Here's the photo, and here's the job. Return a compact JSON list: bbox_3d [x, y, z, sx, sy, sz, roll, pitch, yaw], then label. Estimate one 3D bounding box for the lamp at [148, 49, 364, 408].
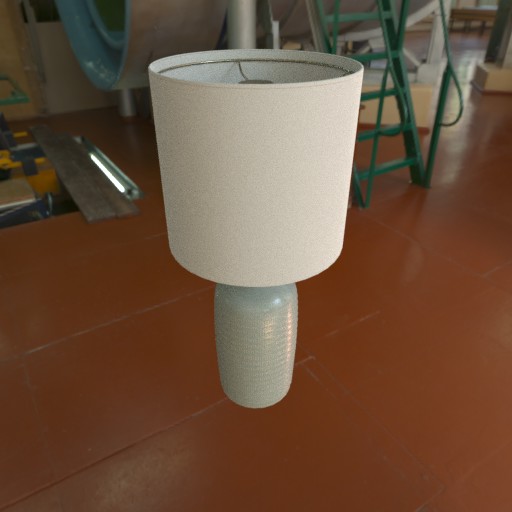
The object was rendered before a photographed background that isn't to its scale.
[{"bbox_3d":[0.000,0.000,0.589,0.220,0.475,0.220,1,32,1],"label":"lamp"}]
